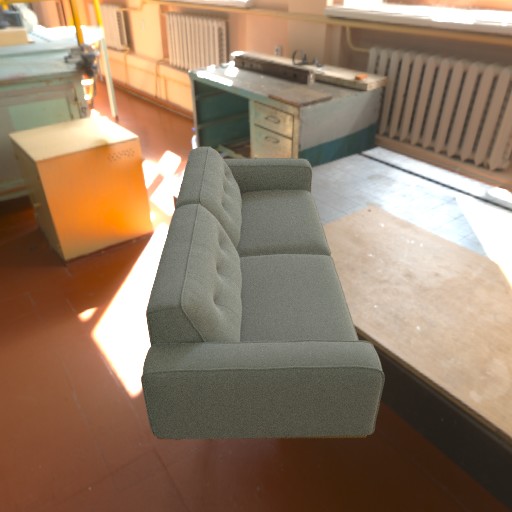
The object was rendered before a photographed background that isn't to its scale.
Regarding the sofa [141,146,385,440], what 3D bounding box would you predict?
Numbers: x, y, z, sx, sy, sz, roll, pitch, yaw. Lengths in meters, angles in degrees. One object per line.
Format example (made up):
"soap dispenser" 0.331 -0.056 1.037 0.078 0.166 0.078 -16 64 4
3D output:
"sofa" 0.000 0.000 2.712 0.956 0.781 2.270 -1 33 -1
